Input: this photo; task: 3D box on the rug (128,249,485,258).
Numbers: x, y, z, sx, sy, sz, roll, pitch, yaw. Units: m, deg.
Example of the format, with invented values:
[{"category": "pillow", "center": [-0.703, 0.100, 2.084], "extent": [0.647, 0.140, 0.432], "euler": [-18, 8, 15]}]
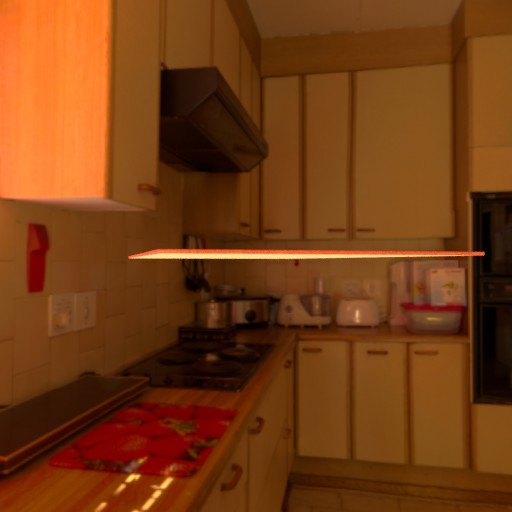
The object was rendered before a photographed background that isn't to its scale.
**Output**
[{"category": "rug", "center": [0.000, 0.000, 2.355], "extent": [1.219, 0.014, 1.829], "euler": [0, -1, -19]}]
